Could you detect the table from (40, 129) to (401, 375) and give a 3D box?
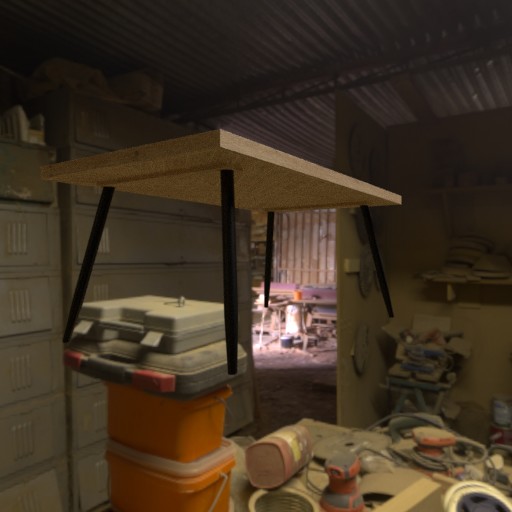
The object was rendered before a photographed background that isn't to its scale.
[{"bbox_3d":[0.000,0.000,2.353,0.991,0.762,1.803,0,0,35],"label":"table"}]
